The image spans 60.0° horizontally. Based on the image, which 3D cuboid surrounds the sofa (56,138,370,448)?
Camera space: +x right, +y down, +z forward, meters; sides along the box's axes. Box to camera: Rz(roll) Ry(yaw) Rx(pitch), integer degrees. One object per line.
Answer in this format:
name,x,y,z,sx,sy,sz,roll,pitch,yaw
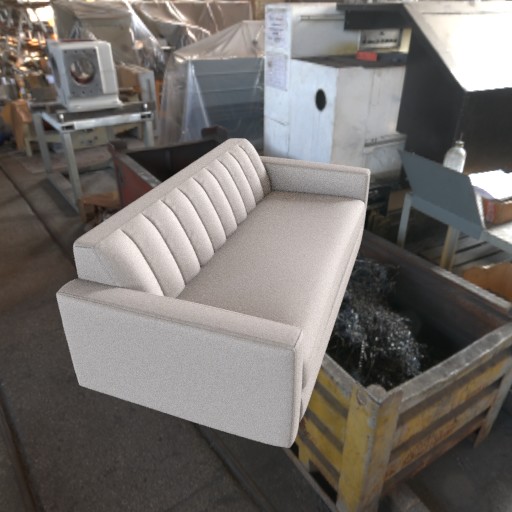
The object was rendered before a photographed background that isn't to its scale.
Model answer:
sofa,0.000,0.000,2.409,0.969,0.814,1.895,10,32,17
